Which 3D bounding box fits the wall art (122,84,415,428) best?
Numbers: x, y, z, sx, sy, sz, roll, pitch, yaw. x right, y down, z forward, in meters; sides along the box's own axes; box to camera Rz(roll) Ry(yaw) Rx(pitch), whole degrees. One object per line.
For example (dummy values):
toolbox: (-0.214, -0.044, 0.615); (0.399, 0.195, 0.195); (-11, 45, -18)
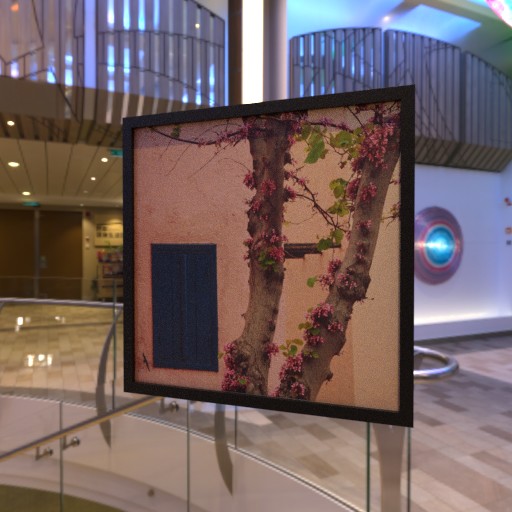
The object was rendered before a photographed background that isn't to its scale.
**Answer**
wall art: (0.000, 0.000, 0.755); (0.508, 0.508, 0.038); (0, 1, 19)
